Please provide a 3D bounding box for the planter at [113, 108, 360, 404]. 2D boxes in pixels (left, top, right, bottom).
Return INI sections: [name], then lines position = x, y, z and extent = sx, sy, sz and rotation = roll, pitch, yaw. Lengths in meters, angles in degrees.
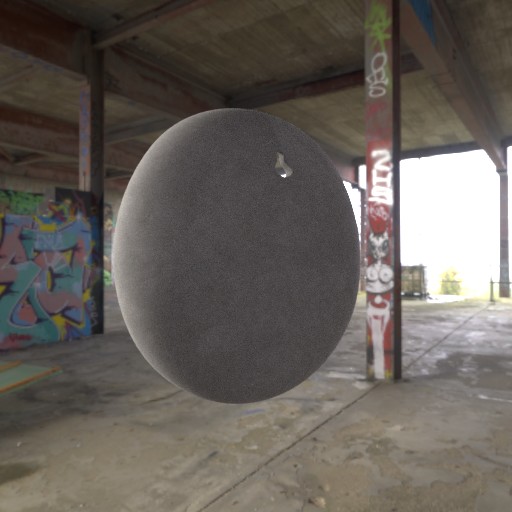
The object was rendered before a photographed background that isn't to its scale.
[planter]
position = 0.000, 0.000, 0.288
extent = 0.185, 0.188, 0.071
rotation = 0, 0, -35
